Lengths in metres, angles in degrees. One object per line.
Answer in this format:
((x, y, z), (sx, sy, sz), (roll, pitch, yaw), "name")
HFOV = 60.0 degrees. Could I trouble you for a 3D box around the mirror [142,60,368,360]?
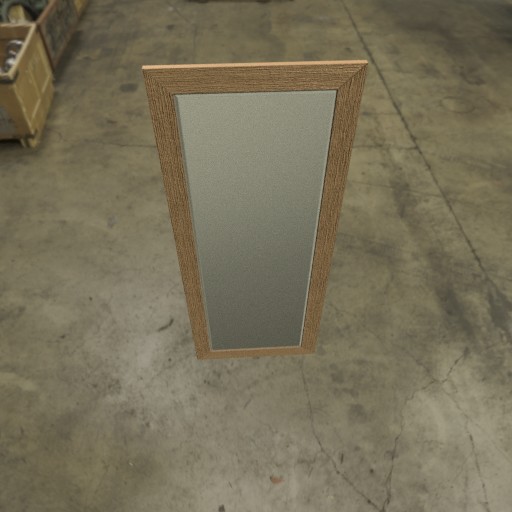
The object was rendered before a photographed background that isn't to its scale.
((0.000, 0.000, 2.342), (0.812, 2.031, 0.026), (-2, 47, -2), "mirror")
